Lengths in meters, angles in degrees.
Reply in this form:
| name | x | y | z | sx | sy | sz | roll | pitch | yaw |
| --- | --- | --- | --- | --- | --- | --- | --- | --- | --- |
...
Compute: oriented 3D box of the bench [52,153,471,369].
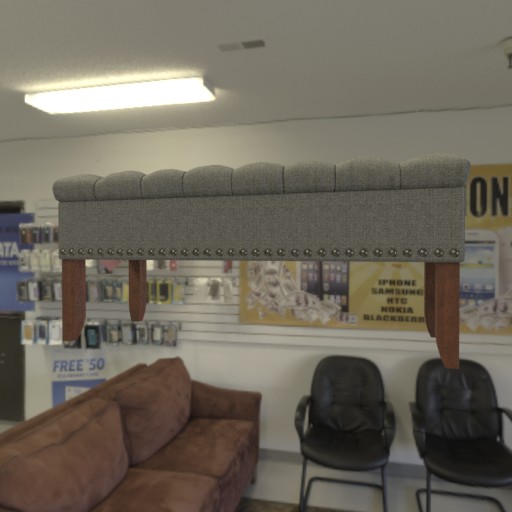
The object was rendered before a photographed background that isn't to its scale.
| name | x | y | z | sx | sy | sz | roll | pitch | yaw |
| --- | --- | --- | --- | --- | --- | --- | --- | --- | --- |
| bench | 0.000 | 0.000 | 1.262 | 1.052 | 0.470 | 0.417 | 0 | 1 | 17 |
